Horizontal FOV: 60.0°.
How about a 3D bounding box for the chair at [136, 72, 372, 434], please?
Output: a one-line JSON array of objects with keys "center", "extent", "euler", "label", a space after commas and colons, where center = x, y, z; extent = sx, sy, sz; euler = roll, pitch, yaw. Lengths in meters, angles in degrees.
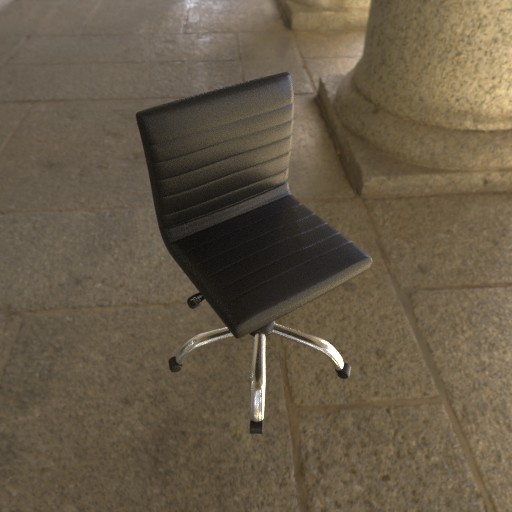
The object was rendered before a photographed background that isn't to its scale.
[{"center": [0.000, 0.000, 1.156], "extent": [0.556, 0.780, 0.530], "euler": [-25, 49, -23], "label": "chair"}]
